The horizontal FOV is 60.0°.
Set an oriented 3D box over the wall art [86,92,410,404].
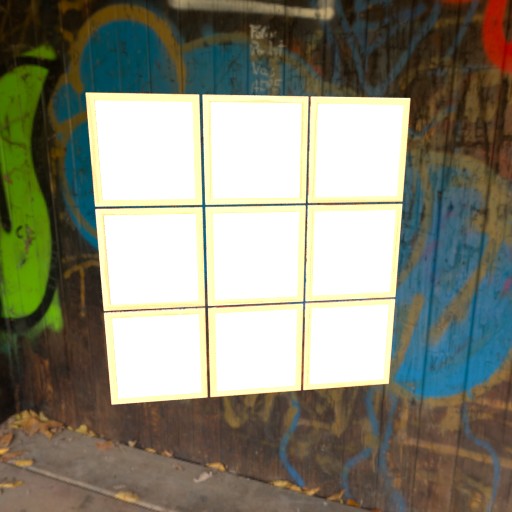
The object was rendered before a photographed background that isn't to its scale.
[{"bbox_3d":[0.000,0.000,1.780,1.206,1.218,0.013,-2,13,-8],"label":"wall art"}]
